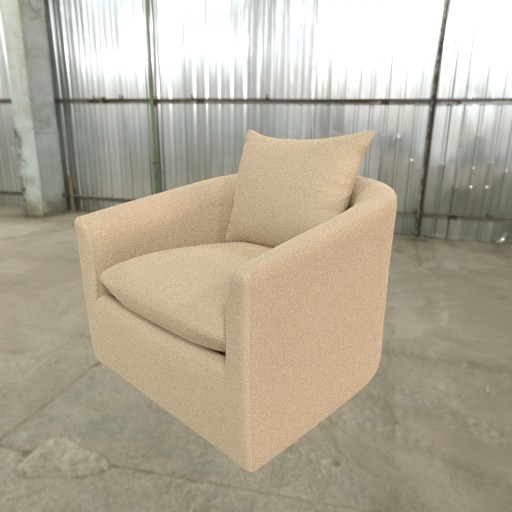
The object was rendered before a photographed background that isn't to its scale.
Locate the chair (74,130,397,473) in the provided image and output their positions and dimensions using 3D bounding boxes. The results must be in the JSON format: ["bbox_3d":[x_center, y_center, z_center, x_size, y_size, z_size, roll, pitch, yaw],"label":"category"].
[{"bbox_3d":[0.000,0.000,1.557,0.845,0.848,0.910,16,23,42],"label":"chair"}]
